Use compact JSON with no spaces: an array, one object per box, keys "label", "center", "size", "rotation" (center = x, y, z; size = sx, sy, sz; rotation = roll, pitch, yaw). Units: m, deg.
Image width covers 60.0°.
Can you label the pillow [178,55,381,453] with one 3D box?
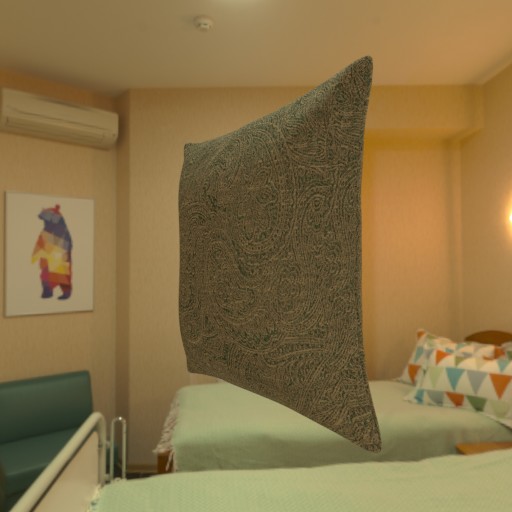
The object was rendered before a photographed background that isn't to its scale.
[{"label":"pillow","center":[0.000,0.000,0.773],"size":[0.166,0.507,0.526],"rotation":[1,-1,-35]}]
